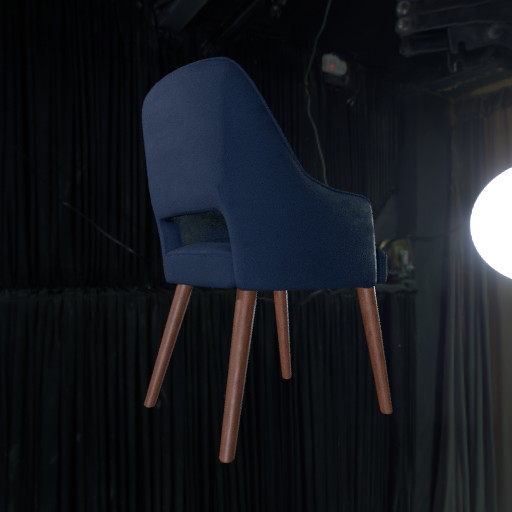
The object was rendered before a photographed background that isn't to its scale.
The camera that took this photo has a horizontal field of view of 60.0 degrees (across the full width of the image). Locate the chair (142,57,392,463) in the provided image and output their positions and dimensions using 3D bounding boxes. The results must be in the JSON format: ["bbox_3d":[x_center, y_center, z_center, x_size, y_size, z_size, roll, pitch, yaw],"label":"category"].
[{"bbox_3d":[0.000,0.000,1.211,0.591,0.844,0.559,0,-1,-35],"label":"chair"}]
